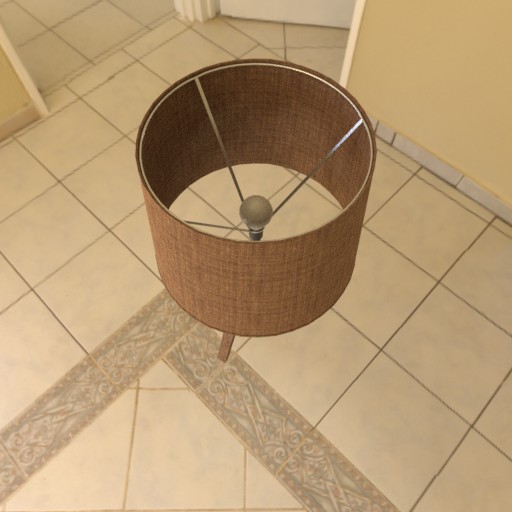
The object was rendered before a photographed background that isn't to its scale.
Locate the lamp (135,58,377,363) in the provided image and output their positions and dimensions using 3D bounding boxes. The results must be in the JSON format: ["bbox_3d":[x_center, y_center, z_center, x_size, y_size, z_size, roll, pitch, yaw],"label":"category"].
[{"bbox_3d":[0.000,0.000,0.685,0.290,0.514,0.290,0,62,0],"label":"lamp"}]
